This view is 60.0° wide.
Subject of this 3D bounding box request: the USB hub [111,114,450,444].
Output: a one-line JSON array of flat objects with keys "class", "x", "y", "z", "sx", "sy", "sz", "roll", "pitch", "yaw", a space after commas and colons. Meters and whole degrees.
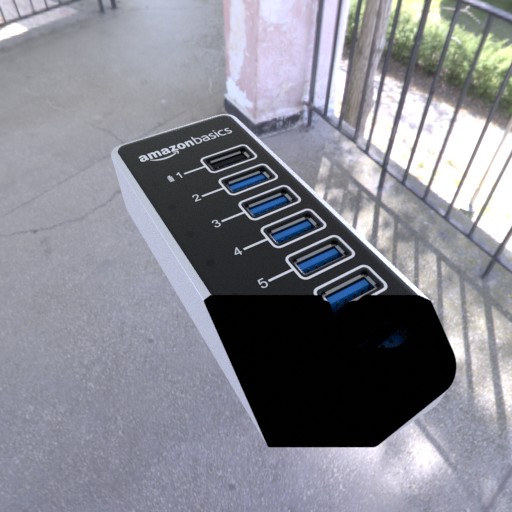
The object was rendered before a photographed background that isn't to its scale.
[{"class": "USB hub", "x": 0.000, "y": 0.000, "z": 0.123, "sx": 0.044, "sy": 0.023, "sz": 0.110, "roll": -24, "pitch": 52, "yaw": -20}]
